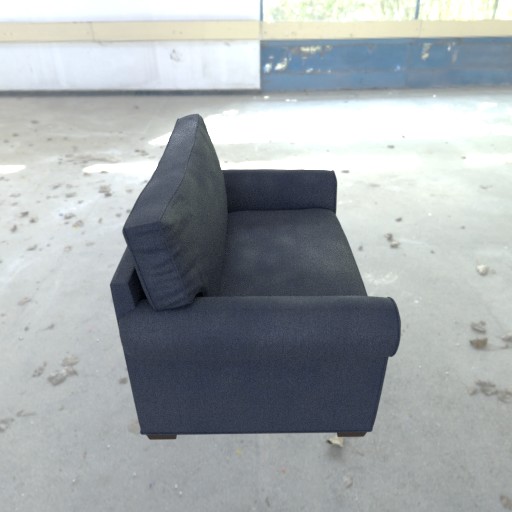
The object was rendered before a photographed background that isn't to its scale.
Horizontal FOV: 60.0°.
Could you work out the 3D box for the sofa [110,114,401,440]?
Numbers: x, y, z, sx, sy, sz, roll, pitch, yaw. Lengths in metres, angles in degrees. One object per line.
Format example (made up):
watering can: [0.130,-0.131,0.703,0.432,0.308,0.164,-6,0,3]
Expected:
sofa: [0.000,0.000,2.051,0.938,1.004,1.405,0,31,-1]
